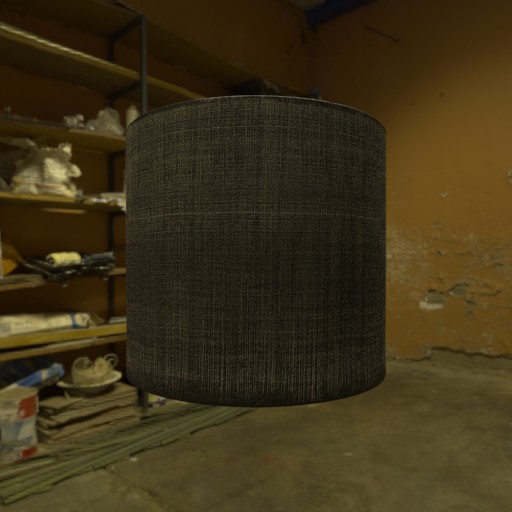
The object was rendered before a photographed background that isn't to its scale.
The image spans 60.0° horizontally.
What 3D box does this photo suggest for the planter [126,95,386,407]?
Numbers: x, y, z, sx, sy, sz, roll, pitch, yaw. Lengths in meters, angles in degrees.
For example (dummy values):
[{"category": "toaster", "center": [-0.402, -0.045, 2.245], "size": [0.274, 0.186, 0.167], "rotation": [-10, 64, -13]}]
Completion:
[{"category": "planter", "center": [0.000, 0.000, 0.390], "size": [0.221, 0.201, 0.221], "rotation": [0, -1, 0]}]
